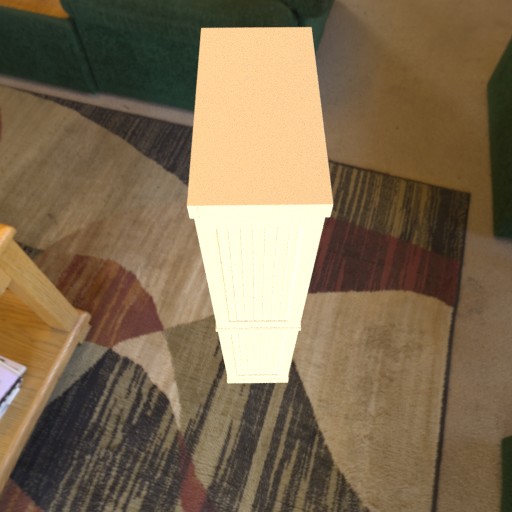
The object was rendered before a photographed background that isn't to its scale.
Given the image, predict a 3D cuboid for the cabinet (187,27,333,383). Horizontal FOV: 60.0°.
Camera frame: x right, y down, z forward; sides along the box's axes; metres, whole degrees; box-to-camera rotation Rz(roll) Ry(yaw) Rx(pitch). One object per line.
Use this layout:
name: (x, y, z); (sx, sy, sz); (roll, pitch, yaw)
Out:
cabinet: (0.000, 0.000, 2.123); (0.390, 1.829, 0.754); (-1, 60, 0)
